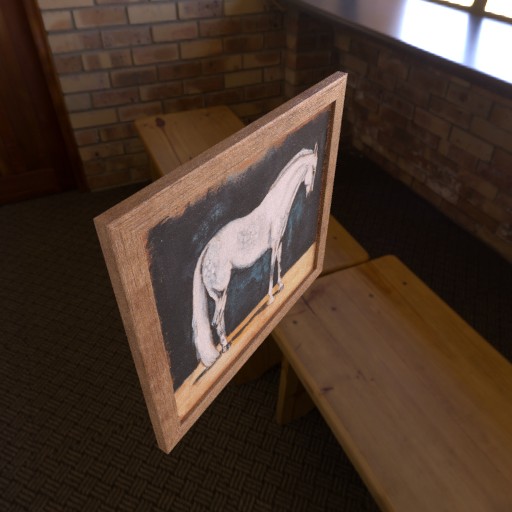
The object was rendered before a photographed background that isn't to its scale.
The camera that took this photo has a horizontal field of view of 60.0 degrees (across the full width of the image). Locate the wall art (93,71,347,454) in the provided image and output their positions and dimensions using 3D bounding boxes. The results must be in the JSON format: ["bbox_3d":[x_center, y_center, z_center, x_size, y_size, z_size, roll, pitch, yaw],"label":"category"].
[{"bbox_3d":[0.000,0.000,0.957,0.026,0.588,0.690,23,45,25],"label":"wall art"}]
